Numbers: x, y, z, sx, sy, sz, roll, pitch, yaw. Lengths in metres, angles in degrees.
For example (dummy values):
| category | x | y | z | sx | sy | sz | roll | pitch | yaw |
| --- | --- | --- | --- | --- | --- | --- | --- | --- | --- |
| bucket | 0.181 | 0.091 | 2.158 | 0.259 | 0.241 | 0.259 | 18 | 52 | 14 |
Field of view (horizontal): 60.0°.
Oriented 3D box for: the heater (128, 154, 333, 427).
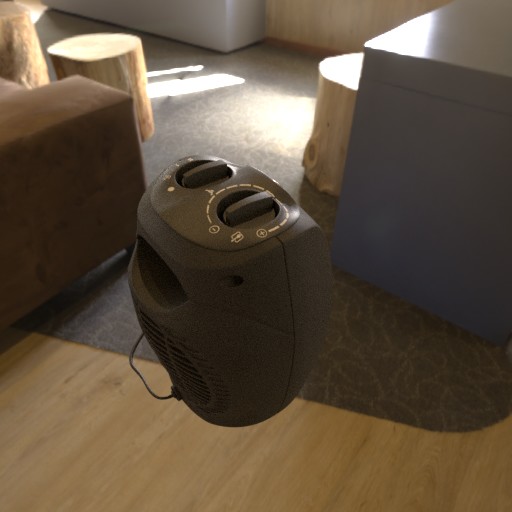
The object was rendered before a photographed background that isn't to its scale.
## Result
| category | x | y | z | sx | sy | sz | roll | pitch | yaw |
| --- | --- | --- | --- | --- | --- | --- | --- | --- | --- |
| heater | 0.000 | 0.000 | 0.463 | 0.291 | 0.240 | 0.239 | -27 | 48 | -27 |
